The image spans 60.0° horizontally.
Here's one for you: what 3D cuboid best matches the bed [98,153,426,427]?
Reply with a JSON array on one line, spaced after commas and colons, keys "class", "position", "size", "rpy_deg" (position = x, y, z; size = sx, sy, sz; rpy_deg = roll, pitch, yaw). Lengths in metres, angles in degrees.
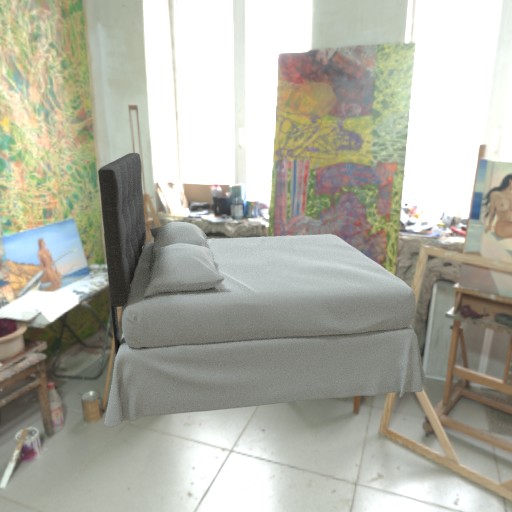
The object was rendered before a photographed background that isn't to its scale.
[{"class": "bed", "position": [0.000, 0.000, 3.609], "size": [2.222, 1.577, 1.936], "rpy_deg": [-3, 16, -9]}]
